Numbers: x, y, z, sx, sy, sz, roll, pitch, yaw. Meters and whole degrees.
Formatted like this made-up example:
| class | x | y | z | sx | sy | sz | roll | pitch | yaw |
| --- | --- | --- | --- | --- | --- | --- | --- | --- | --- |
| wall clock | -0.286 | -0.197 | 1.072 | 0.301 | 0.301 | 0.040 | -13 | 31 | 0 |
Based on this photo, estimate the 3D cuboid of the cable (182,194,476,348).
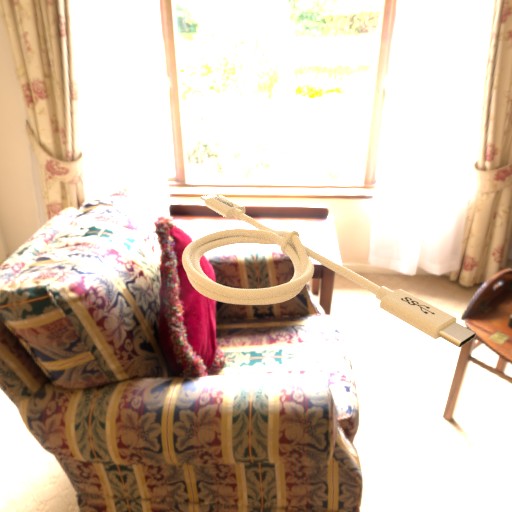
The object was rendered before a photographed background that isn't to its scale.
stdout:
| class | x | y | z | sx | sy | sz | roll | pitch | yaw |
| --- | --- | --- | --- | --- | --- | --- | --- | --- | --- |
| cable | 0.000 | 0.000 | 0.211 | 0.070 | 0.014 | 0.186 | -18 | 33 | -32 |
